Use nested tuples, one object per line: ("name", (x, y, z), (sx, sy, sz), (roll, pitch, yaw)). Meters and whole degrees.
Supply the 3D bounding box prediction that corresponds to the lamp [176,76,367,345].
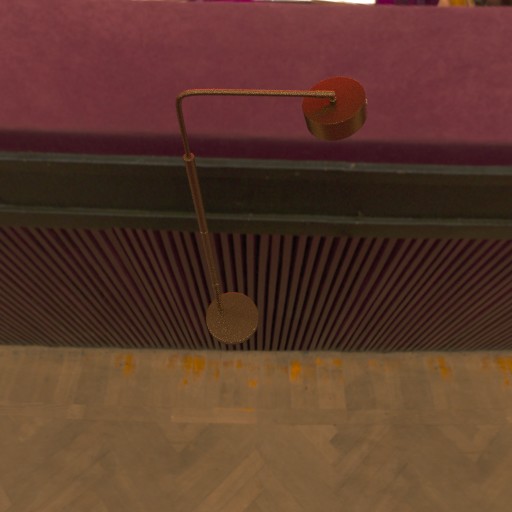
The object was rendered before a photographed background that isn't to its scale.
("lamp", (0.000, 0.000, 1.339), (0.418, 1.230, 0.219), (2, 63, 1))
